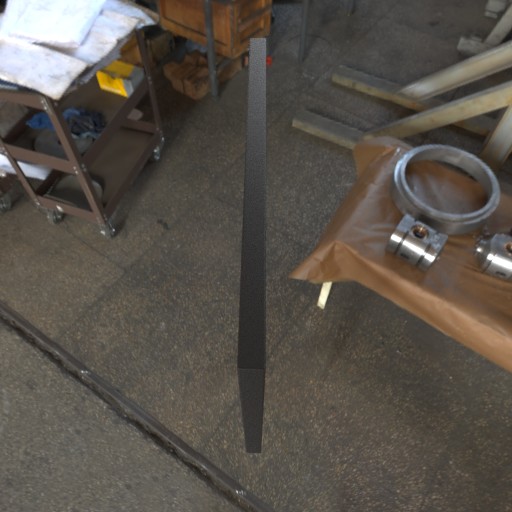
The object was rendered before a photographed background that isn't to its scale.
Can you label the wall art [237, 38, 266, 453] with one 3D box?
[{"bbox_3d":[0.000,0.000,0.765,0.031,0.457,0.558,1,57,0],"label":"wall art"}]
